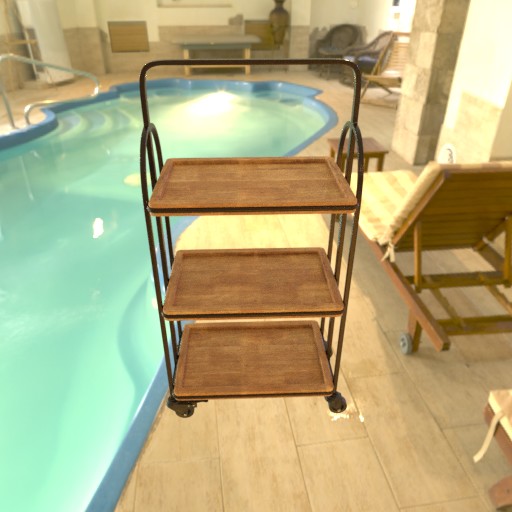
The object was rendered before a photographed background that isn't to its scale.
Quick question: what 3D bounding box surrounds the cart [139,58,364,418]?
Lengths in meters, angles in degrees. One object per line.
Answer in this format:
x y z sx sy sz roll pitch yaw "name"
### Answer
0.000 0.000 1.224 0.553 1.001 0.327 -1 31 -2 "cart"
